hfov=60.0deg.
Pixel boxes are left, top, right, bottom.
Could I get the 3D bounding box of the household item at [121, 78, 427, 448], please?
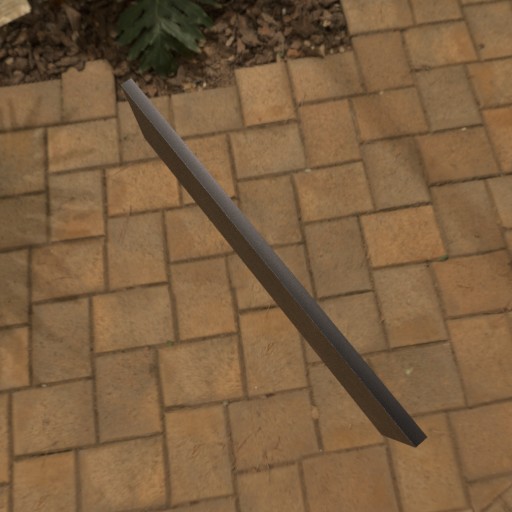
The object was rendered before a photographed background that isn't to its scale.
[{"bbox_3d":[0.000,0.000,1.046,0.030,0.236,1.001,-37,77,-10],"label":"household item"}]
